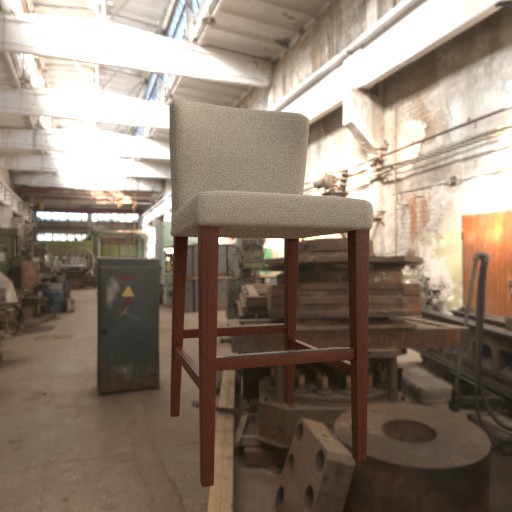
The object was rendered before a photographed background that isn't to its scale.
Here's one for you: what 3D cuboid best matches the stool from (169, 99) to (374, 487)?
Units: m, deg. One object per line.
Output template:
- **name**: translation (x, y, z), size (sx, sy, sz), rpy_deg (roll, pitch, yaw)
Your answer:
- **stool**: translation (0.000, 0.000, 1.333), size (0.481, 1.069, 0.568), rpy_deg (0, -1, -19)
